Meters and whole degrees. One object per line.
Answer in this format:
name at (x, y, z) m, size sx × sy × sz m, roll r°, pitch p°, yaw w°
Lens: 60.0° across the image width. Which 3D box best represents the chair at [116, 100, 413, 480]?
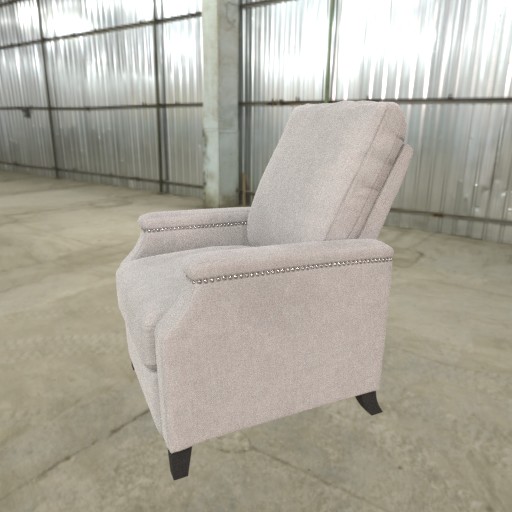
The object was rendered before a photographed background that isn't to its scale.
chair at (0.000, 0.000, 1.576) m, size 0.922 × 1.049 × 0.710 m, roll -8°, pitch 18°, yaw -24°
